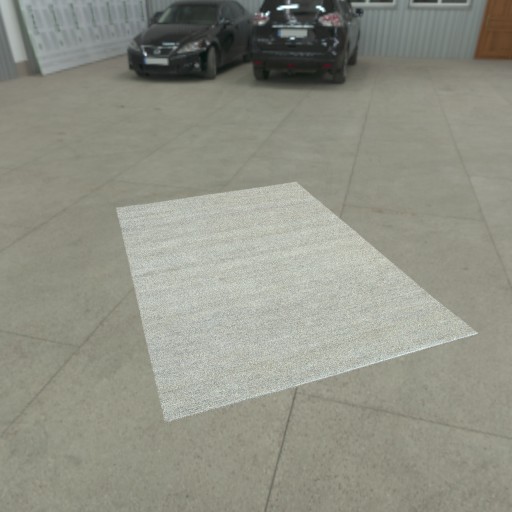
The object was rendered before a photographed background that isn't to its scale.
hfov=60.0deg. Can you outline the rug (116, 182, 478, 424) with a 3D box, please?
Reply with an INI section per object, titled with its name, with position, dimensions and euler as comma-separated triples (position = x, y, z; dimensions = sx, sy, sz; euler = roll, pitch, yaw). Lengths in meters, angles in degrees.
[rug]
position = 0.000, 0.000, 2.957
dimensions = 1.624, 0.030, 2.264
euler = -11, 32, -17
